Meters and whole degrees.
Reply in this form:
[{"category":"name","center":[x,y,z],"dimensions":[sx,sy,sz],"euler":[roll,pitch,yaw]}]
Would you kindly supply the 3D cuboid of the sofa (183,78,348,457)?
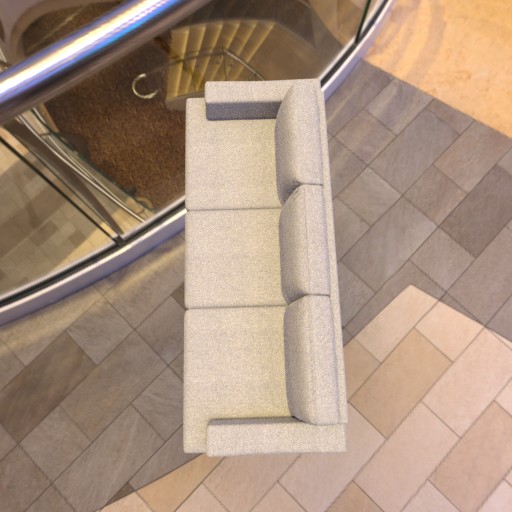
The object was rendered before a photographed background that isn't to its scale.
[{"category":"sofa","center":[0.000,0.000,2.806],"dimensions":[0.920,0.810,2.310],"euler":[-2,76,0]}]
